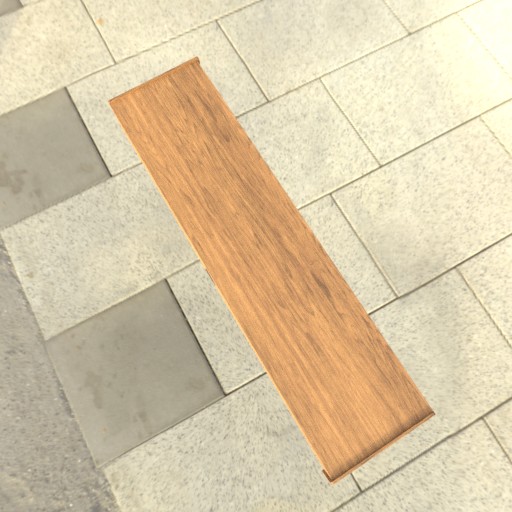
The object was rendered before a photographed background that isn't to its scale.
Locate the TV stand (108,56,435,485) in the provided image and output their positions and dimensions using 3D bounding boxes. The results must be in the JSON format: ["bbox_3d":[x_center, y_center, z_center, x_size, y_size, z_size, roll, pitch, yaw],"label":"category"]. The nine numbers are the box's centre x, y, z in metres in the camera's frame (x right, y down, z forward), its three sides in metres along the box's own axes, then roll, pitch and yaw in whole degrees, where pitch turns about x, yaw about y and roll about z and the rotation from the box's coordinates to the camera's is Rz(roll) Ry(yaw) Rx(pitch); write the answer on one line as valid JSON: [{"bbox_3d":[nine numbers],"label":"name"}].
[{"bbox_3d":[0.000,0.000,1.982,0.467,0.415,1.796,-30,77,-8],"label":"TV stand"}]
